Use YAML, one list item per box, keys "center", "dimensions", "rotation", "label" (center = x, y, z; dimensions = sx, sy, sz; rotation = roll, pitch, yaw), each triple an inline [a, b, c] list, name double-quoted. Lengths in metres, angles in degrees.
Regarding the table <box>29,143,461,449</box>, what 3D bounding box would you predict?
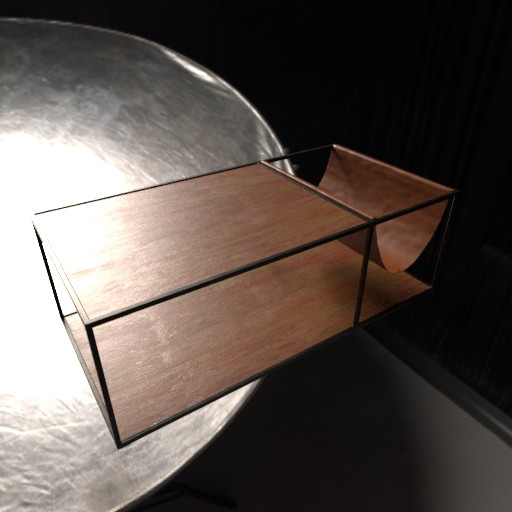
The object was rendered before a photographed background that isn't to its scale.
- center: [0.000, 0.000, 1.469]
  dimensions: [1.199, 0.403, 0.597]
  rotation: [-19, 36, -28]
  label: "table"
